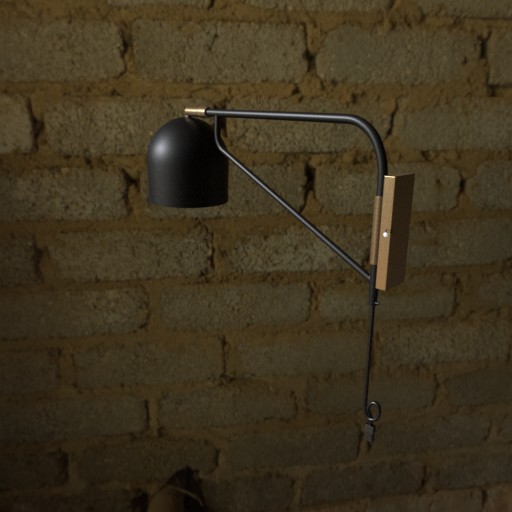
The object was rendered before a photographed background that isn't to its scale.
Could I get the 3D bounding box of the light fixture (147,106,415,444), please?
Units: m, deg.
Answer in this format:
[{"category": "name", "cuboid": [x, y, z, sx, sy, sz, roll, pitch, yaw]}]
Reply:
[{"category": "light fixture", "cuboid": [0.000, 0.000, 1.068, 0.720, 0.696, 0.215, 15, 22, 42]}]
